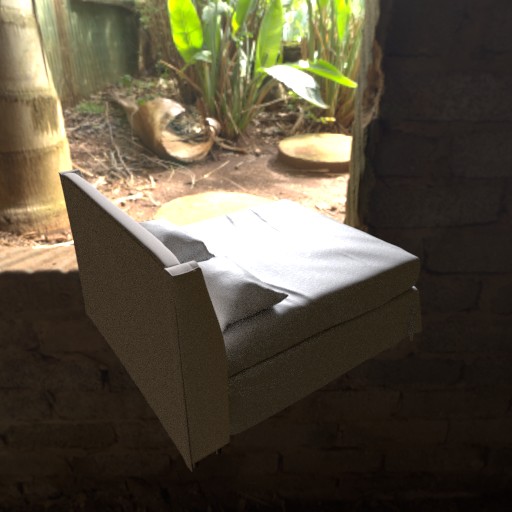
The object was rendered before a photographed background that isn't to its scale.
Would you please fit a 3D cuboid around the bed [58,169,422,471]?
[{"bbox_3d":[0.000,0.000,3.470,2.276,1.332,1.925,-18,33,-31],"label":"bed"}]
